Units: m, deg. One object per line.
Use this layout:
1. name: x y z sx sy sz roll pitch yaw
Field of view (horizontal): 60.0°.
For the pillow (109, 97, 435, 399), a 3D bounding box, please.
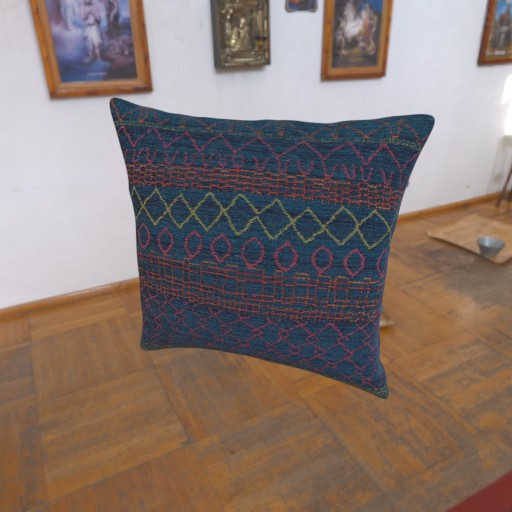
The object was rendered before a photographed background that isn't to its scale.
1. pillow: 0.000 0.000 0.654 0.431 0.431 0.141 8 26 16
